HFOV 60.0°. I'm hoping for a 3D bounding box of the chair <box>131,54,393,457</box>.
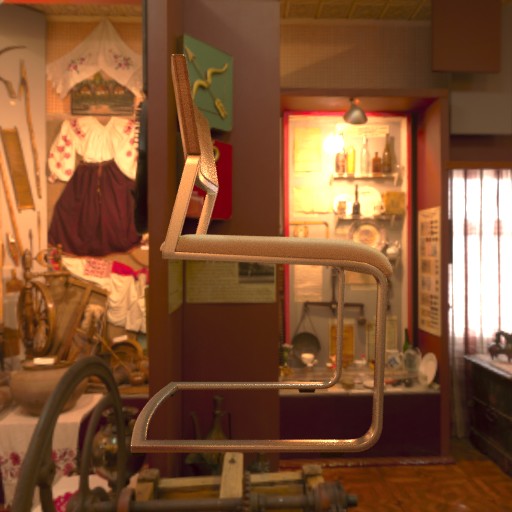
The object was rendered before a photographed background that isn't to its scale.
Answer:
[{"bbox_3d":[0.000,0.000,1.155,0.585,0.844,0.467,0,0,0],"label":"chair"}]
